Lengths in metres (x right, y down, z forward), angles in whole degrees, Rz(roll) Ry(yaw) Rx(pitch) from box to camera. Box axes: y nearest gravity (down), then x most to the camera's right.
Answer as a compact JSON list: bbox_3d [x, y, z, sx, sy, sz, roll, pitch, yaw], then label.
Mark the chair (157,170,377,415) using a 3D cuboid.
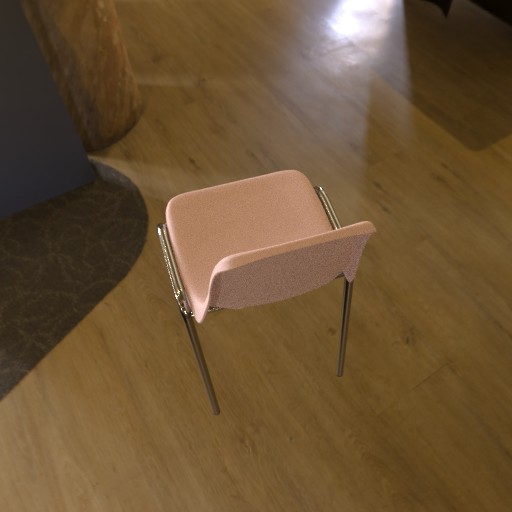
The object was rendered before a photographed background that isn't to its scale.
[{"bbox_3d":[0.000,0.000,0.962,0.381,0.704,0.436,-14,59,-9],"label":"chair"}]
